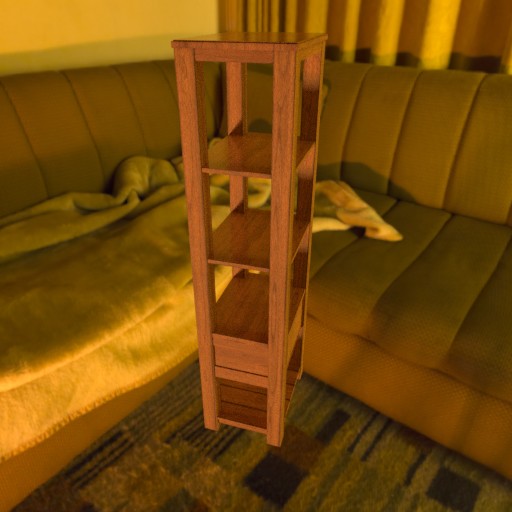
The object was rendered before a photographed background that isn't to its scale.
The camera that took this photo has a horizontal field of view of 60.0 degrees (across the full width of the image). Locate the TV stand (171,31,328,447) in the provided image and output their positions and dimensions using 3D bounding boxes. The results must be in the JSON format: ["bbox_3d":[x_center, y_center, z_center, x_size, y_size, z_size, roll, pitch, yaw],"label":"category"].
[{"bbox_3d":[0.000,0.000,2.053,0.435,1.828,0.565,8,31,15],"label":"TV stand"}]
